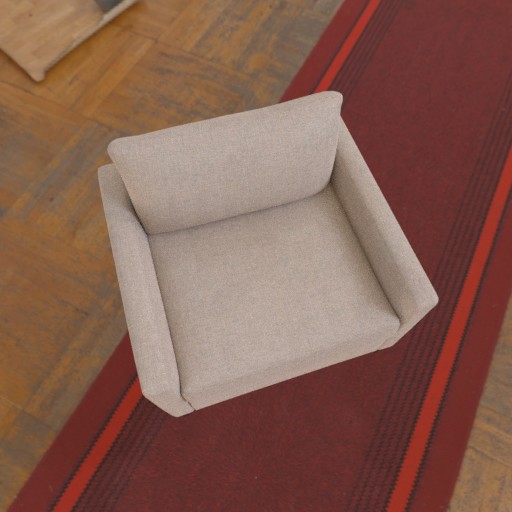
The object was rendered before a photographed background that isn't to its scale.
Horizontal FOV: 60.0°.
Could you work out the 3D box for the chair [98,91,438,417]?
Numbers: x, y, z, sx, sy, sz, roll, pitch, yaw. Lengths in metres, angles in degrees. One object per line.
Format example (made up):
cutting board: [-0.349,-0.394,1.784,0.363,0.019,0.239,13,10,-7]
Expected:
chair: [0.000,0.000,1.647,0.963,0.861,0.866,-16,65,-8]
